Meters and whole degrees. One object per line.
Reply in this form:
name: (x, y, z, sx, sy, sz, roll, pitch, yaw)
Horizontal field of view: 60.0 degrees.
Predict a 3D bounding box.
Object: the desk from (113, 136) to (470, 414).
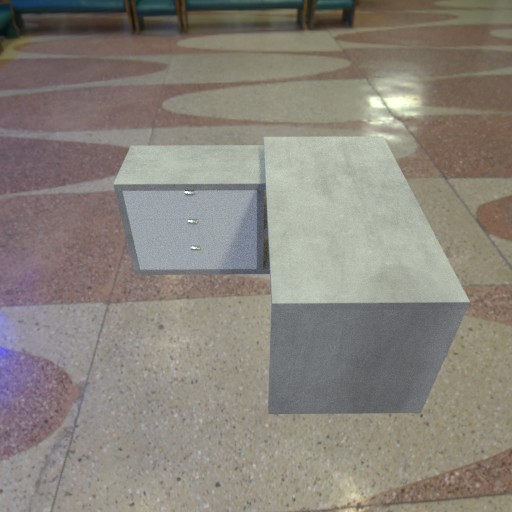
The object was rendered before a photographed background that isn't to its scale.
desk: (0.000, 0.000, 2.333, 1.500, 0.740, 1.400, 0, 40, 0)
